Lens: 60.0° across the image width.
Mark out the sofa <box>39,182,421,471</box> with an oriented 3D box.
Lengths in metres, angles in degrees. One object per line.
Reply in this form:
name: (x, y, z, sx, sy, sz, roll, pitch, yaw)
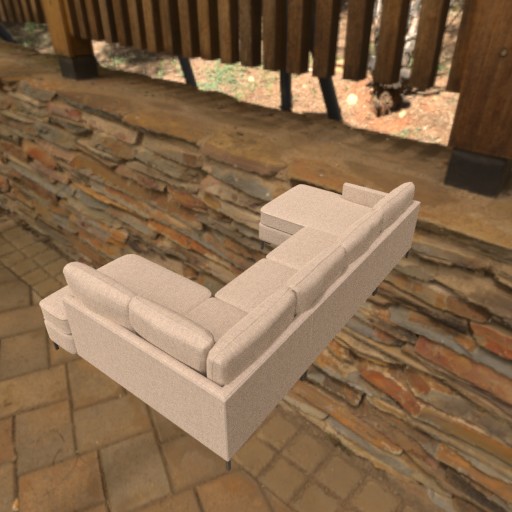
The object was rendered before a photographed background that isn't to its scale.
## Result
sofa: (0.000, 0.000, 4.352, 2.021, 0.996, 3.423, 22, 39, 30)
